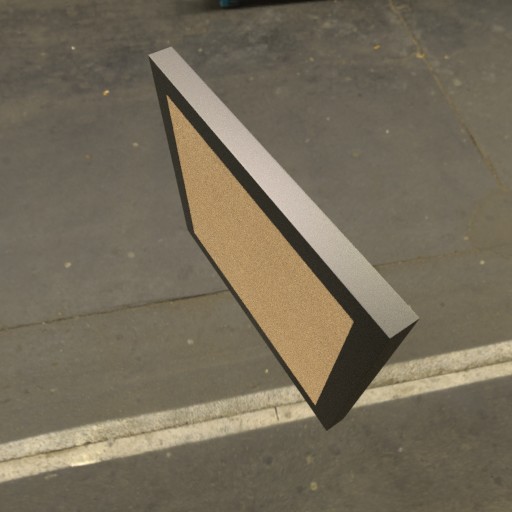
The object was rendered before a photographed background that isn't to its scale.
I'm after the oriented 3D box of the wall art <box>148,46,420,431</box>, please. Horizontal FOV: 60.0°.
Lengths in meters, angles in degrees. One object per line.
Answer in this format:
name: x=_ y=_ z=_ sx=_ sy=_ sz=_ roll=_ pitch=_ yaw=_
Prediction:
wall art: x=0.000 y=0.000 z=0.528 sx=0.028 sy=0.321 sz=0.381 roll=-29 pitch=62 yaw=-17
